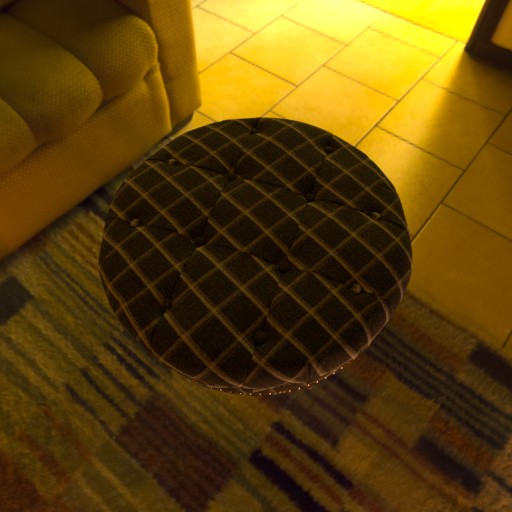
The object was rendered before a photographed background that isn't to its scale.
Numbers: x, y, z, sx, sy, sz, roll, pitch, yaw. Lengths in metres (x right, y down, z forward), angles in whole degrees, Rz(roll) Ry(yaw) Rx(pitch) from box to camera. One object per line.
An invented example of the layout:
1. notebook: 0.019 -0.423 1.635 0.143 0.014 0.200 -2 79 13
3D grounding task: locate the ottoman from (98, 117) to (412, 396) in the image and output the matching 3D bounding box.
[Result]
1. ottoman: 0.000 0.000 1.396 0.901 0.439 0.901 0 58 0
